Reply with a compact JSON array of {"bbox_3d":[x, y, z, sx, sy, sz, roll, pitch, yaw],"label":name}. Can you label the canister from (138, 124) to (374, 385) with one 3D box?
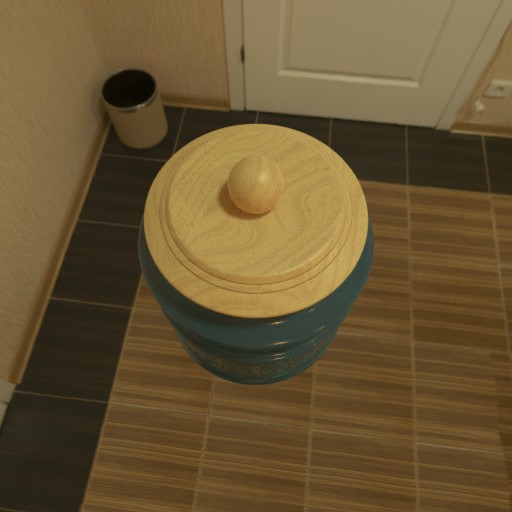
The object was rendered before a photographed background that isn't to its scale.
[{"bbox_3d":[0.000,0.000,0.272,0.130,0.176,0.130,0,64,0],"label":"canister"}]
